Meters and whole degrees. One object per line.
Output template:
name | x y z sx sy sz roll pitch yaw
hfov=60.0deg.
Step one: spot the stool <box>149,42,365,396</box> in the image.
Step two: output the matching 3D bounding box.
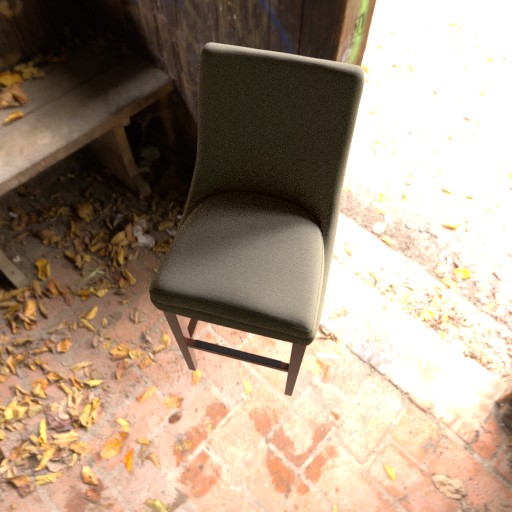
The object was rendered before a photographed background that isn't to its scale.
stool | 0.000 0.000 1.412 0.470 1.078 0.577 13 59 8
